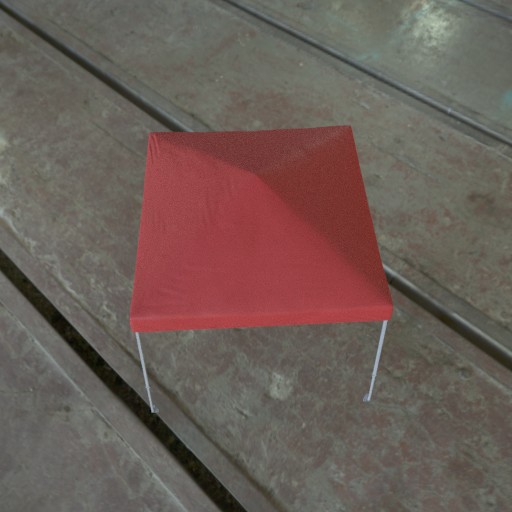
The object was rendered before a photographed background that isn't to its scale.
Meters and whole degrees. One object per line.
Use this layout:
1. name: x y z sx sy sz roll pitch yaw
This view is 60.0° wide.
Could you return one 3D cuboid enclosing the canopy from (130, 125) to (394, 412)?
1. canopy: 0.000 0.000 6.702 3.599 3.600 3.600 -2 58 -2
